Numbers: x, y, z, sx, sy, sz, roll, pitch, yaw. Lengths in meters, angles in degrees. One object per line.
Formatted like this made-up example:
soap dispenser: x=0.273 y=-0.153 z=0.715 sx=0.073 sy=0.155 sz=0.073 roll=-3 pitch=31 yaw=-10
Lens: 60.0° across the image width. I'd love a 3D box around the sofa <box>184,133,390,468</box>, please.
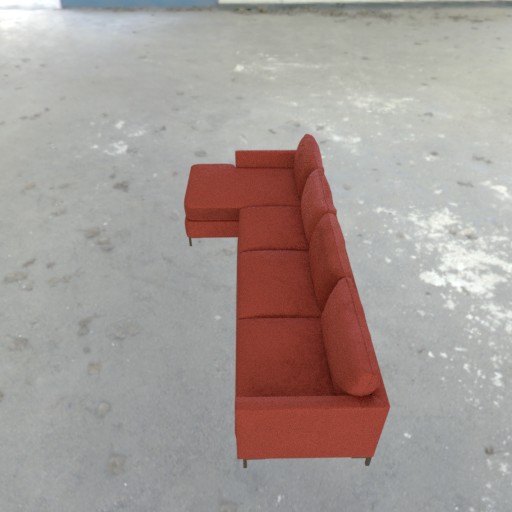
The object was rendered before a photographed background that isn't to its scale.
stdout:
sofa: x=0.000 y=0.000 z=4.009 sx=1.500 sy=0.967 sz=3.400 roll=-1 pitch=39 yaw=-1
